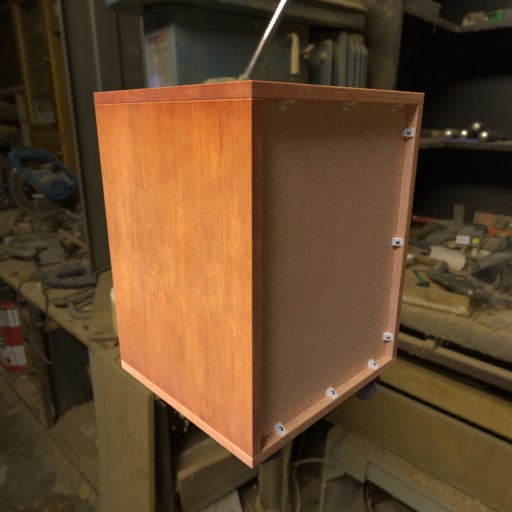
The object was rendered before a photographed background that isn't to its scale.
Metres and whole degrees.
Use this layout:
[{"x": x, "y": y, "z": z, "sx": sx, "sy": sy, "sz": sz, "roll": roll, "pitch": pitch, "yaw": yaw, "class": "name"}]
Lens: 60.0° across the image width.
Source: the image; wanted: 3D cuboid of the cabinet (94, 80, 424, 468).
[{"x": 0.000, "y": 0.000, "z": 0.839, "sx": 0.409, "sy": 0.579, "sz": 0.401, "roll": -16, "pitch": 24, "yaw": -42, "class": "cabinet"}]
